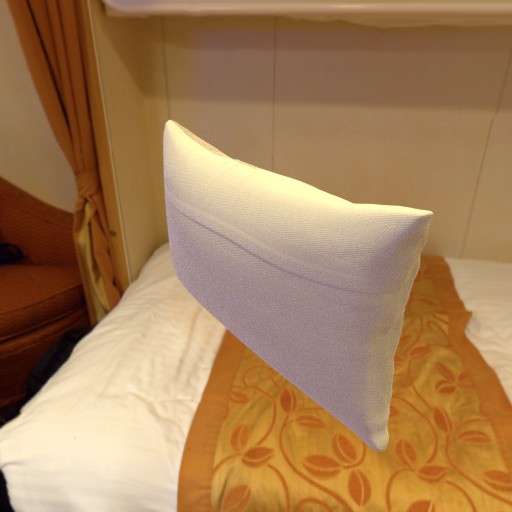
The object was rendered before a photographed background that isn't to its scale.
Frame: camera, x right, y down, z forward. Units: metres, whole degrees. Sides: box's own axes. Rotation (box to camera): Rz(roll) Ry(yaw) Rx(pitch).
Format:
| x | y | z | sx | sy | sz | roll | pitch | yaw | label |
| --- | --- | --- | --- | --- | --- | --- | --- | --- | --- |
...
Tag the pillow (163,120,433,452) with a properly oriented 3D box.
| x | y | z | sx | sy | sz | roll | pitch | yaw | label |
| --- | --- | --- | --- | --- | --- | --- | --- | --- | --- |
| 0.000 | 0.000 | 0.627 | 0.139 | 0.305 | 0.506 | -18 | 32 | -32 | pillow |
